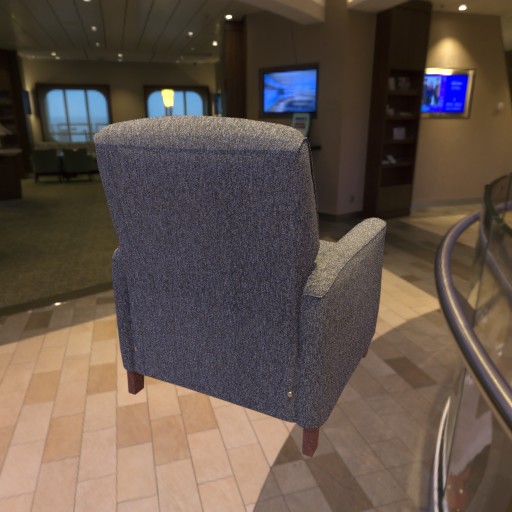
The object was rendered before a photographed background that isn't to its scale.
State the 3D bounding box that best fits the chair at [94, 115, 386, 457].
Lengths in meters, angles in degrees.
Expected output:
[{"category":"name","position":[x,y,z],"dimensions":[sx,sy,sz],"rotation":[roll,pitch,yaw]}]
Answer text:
[{"category":"chair","position":[0.000,0.000,1.679],"dimensions":[0.848,1.014,0.864],"rotation":[9,20,26]}]
